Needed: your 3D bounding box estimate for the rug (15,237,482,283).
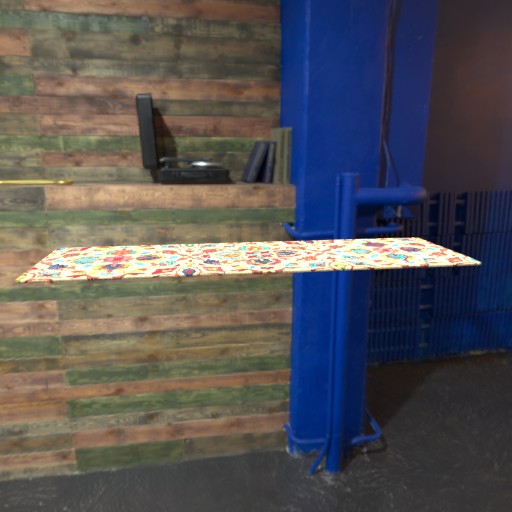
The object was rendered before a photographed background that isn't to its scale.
[{"bbox_3d":[0.000,0.000,2.452,2.273,0.016,0.693,-2,14,-8],"label":"rug"}]
